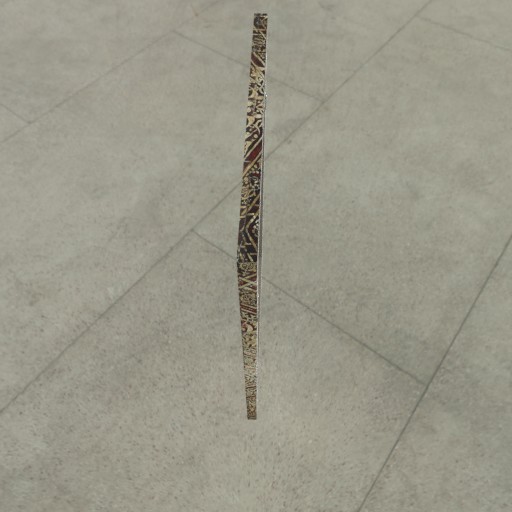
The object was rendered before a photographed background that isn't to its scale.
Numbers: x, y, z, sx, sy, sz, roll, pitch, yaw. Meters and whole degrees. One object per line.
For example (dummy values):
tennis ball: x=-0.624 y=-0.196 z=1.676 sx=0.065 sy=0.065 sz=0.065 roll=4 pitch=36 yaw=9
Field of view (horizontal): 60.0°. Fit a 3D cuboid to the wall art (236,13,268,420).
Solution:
wall art: x=0.000 y=0.000 z=1.125 sx=0.030 sy=0.904 sz=0.599 roll=2 pitch=57 yaw=1
